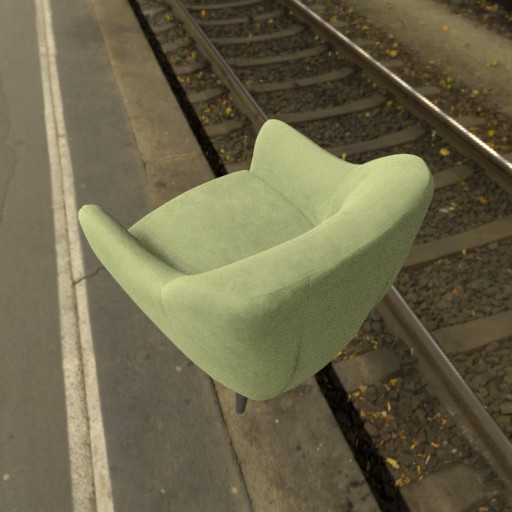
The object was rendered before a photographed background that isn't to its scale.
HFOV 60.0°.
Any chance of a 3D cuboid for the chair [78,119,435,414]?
[{"bbox_3d":[0.000,0.000,1.480,0.840,0.804,0.819,-33,55,-27],"label":"chair"}]
